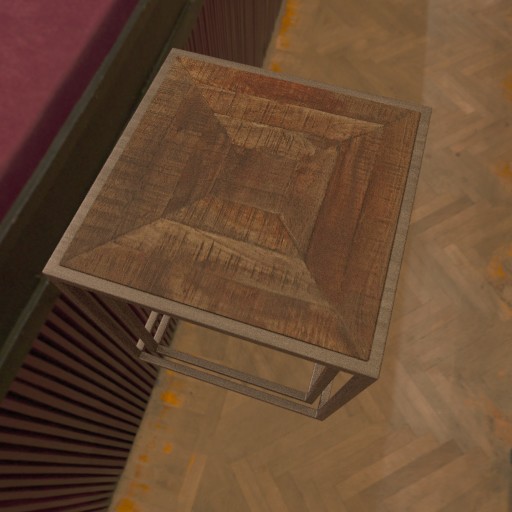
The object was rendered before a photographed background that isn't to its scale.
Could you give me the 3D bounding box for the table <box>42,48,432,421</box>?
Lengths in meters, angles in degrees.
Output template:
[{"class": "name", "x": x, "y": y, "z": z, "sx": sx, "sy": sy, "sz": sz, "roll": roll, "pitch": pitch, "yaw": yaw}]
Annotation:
[{"class": "table", "x": 0.000, "y": 0.000, "z": 0.869, "sx": 0.450, "sy": 0.500, "sz": 0.449, "roll": 16, "pitch": 65, "yaw": 8}]
